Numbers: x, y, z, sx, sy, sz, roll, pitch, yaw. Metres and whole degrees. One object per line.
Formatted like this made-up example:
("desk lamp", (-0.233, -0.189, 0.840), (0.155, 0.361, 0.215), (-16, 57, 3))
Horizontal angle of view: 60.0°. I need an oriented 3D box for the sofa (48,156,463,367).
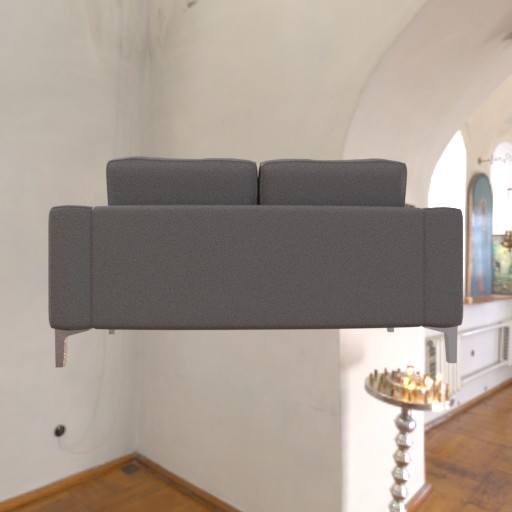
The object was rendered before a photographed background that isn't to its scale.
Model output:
("sofa", (0.000, 0.000, 2.195), (1.726, 0.892, 0.833), (0, 0, -2))
